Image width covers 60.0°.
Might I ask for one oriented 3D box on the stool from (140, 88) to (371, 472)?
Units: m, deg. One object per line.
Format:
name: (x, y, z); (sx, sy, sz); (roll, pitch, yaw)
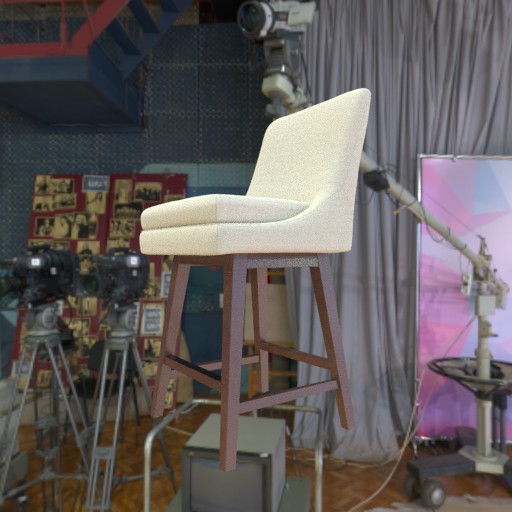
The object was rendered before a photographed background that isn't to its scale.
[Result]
stool: (0.000, 0.000, 1.329); (0.559, 0.991, 0.483); (0, 1, -36)
